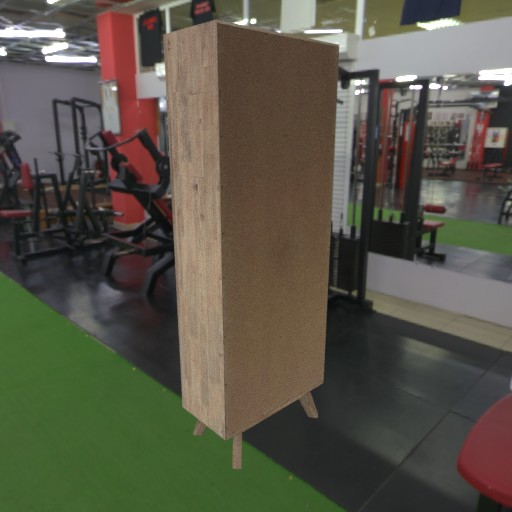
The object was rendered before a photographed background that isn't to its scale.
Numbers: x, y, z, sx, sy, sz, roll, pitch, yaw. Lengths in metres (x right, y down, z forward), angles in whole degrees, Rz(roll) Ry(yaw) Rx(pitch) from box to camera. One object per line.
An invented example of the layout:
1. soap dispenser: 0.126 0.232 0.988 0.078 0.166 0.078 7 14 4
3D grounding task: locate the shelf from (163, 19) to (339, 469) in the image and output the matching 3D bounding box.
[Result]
1. shelf: 0.000 0.000 1.507 0.491 1.342 0.267 -14 21 -41
